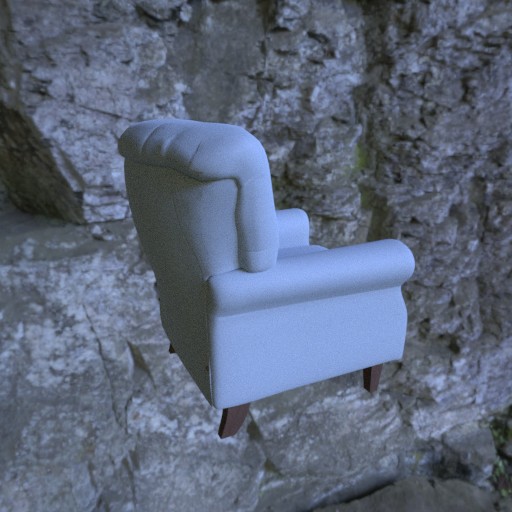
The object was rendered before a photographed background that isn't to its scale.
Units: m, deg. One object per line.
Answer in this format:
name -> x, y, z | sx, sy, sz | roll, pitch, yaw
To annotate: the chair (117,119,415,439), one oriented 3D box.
chair -> 0.000, 0.000, 2.069 | 1.128, 1.217, 1.090 | -8, 18, -24
